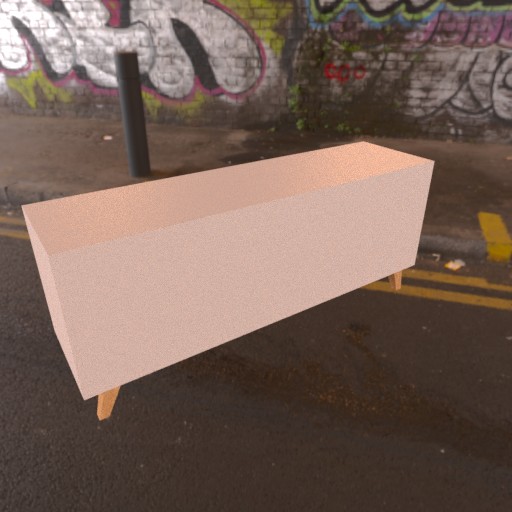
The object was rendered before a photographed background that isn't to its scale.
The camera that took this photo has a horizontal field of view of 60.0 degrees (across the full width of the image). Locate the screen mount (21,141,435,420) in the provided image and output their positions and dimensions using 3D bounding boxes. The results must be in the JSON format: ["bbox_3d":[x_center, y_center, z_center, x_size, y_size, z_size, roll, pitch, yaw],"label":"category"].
[{"bbox_3d":[0.000,0.000,1.744,1.490,0.619,0.400,-17,33,-29],"label":"screen mount"}]
